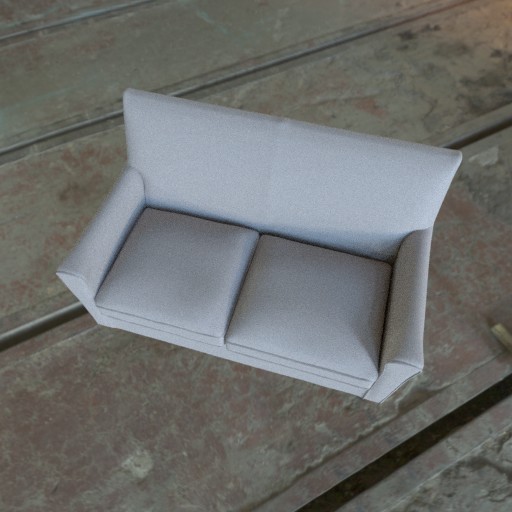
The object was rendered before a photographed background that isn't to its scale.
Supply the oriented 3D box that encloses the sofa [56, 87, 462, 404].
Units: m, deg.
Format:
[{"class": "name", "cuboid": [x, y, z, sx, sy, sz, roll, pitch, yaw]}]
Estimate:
[{"class": "sofa", "cuboid": [0.000, 0.000, 2.029, 1.482, 0.890, 0.888, 14, 58, 9]}]
